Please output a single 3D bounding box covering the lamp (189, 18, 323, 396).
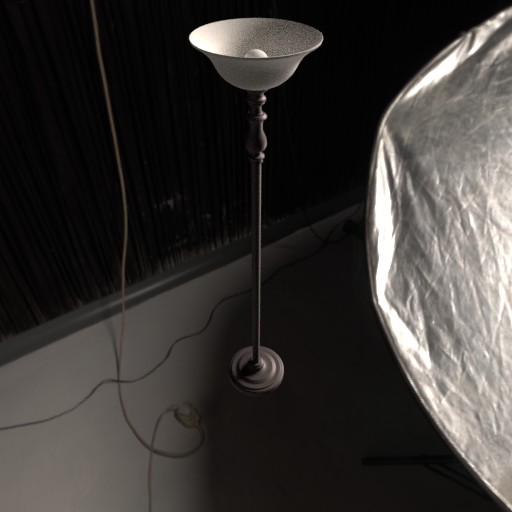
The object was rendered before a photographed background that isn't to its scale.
[{"bbox_3d":[0.000,0.000,1.946,0.405,1.797,0.405,-26,48,-26],"label":"lamp"}]
